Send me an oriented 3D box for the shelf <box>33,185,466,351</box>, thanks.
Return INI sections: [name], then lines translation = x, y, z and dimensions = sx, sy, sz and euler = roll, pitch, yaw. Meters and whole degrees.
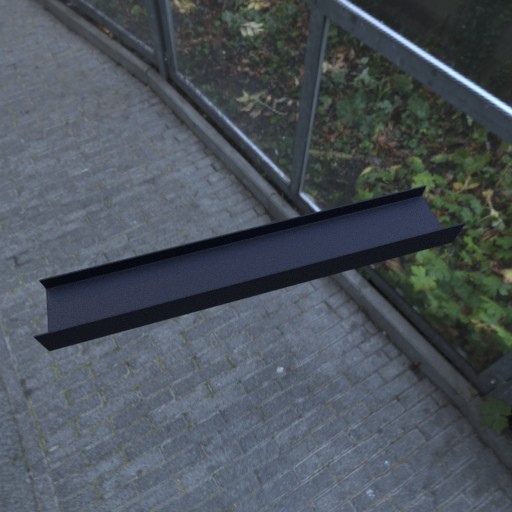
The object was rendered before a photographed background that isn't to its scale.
[shelf]
translation = 0.000, 0.000, 0.642
dimensions = 0.605, 0.053, 0.102
euler = -14, 58, -9
